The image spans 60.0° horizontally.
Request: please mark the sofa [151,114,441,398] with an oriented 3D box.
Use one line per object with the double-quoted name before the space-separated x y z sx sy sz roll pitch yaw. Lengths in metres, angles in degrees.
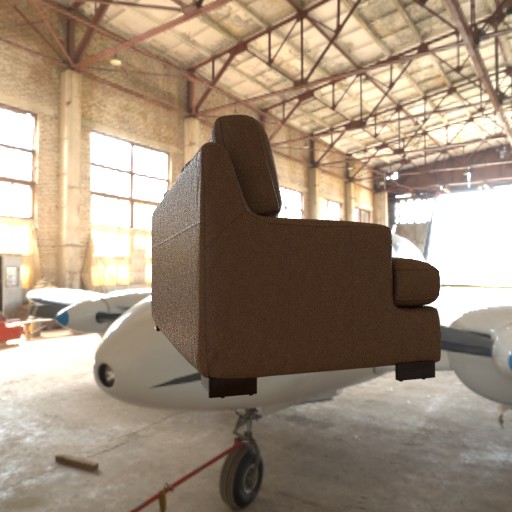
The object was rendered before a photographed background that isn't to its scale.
"sofa" 0.000 0.000 2.415 0.962 0.980 1.855 1 -2 -18
